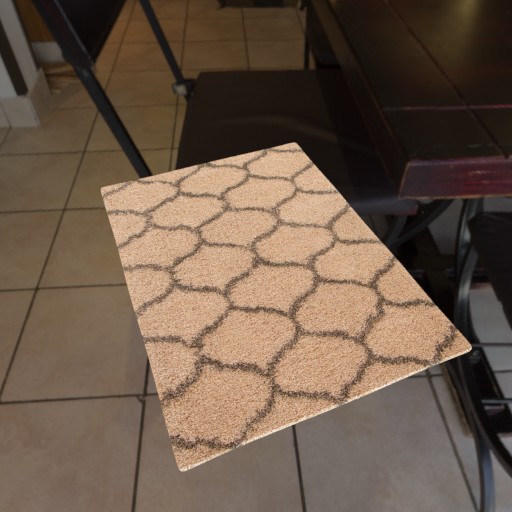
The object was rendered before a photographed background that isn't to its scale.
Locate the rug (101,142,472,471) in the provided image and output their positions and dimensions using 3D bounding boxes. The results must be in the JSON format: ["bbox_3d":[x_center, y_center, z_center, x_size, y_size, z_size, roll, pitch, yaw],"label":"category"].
[{"bbox_3d":[0.000,0.000,2.101,1.200,0.025,1.600,-17,49,-15],"label":"rug"}]
